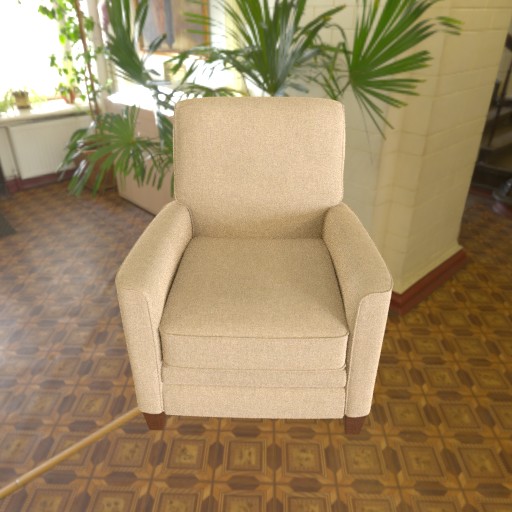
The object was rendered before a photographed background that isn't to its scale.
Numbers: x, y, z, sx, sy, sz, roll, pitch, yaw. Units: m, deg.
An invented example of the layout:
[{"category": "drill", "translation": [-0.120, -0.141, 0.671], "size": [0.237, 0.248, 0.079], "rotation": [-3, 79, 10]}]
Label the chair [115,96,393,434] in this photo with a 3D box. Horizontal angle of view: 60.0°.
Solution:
[{"category": "chair", "translation": [0.000, 0.000, 1.664], "size": [0.845, 1.023, 0.859], "rotation": [1, 29, 1]}]
